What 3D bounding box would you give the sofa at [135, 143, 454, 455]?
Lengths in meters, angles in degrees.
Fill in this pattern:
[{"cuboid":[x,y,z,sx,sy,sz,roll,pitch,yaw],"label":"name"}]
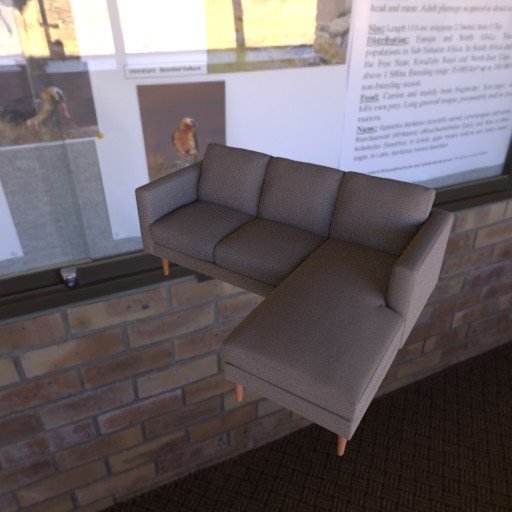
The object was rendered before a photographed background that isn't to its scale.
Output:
[{"cuboid":[0.000,0.000,2.882,2.031,0.897,1.591,19,36,28],"label":"sofa"}]
